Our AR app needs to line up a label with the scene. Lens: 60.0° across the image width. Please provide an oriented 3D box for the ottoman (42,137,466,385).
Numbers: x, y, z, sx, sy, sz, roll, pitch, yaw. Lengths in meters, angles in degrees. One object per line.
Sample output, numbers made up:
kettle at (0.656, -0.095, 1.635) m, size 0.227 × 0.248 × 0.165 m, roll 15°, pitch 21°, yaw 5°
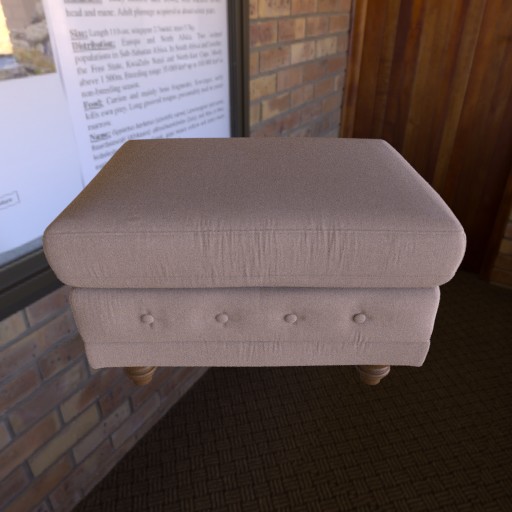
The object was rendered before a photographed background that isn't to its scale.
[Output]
ottoman at (0.000, 0.000, 1.119) m, size 0.771 × 0.500 × 0.569 m, roll 0°, pitch 30°, yaw 0°
